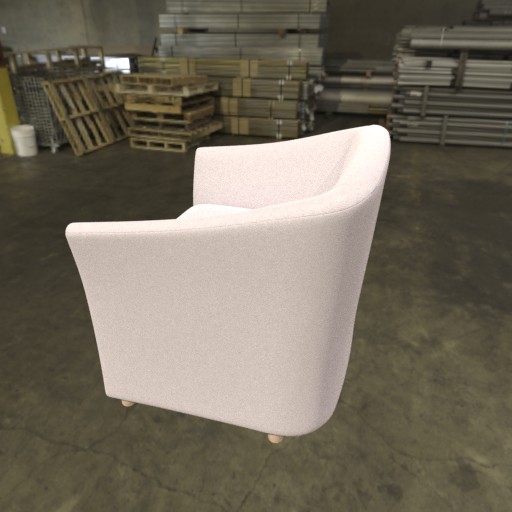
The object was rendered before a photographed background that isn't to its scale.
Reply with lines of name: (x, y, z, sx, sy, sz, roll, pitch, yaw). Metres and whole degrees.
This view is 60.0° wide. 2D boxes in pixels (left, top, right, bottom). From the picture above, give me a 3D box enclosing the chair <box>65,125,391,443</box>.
chair: (0.000, 0.000, 1.353, 0.700, 0.720, 0.790, 8, 29, 15)
